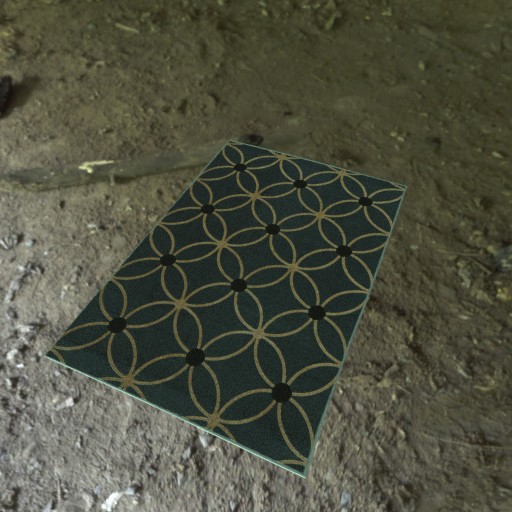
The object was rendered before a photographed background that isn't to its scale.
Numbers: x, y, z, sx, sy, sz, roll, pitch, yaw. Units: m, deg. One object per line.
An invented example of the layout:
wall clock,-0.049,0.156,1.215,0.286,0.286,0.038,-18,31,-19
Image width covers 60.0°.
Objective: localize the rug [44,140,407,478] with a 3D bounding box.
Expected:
rug,0.000,0.000,2.903,1.522,0.008,2.284,18,50,16
